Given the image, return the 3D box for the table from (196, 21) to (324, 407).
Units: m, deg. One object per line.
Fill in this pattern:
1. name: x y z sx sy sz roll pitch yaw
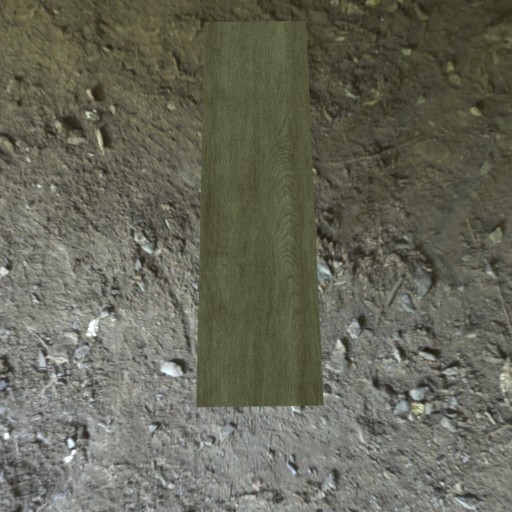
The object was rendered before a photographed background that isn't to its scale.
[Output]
1. table: 0.000 0.000 1.531 0.256 1.135 0.902 -1 76 0
